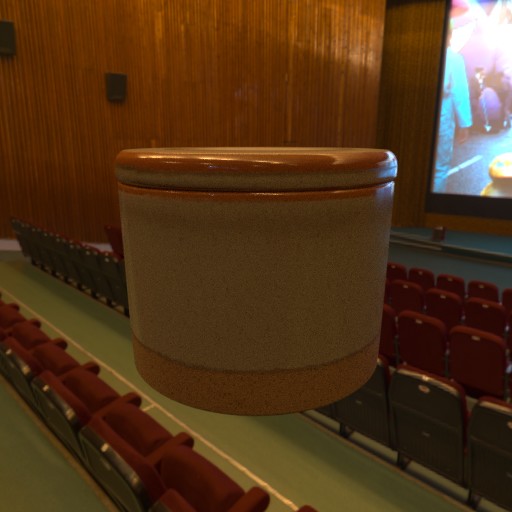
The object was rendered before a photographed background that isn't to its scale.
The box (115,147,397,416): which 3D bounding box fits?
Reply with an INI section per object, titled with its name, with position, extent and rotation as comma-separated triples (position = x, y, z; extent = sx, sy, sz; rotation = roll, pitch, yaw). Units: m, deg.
[box]
position = 0.000, 0.000, 0.212
extent = 0.123, 0.100, 0.123
rotation = 0, 15, 0
